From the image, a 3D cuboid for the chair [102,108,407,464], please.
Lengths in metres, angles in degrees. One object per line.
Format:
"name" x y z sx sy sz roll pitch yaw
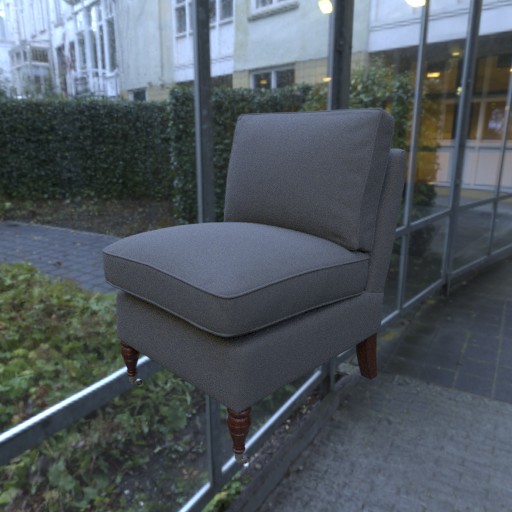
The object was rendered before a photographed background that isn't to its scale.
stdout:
"chair" 0.000 0.000 1.657 0.724 1.045 0.924 15 21 43
